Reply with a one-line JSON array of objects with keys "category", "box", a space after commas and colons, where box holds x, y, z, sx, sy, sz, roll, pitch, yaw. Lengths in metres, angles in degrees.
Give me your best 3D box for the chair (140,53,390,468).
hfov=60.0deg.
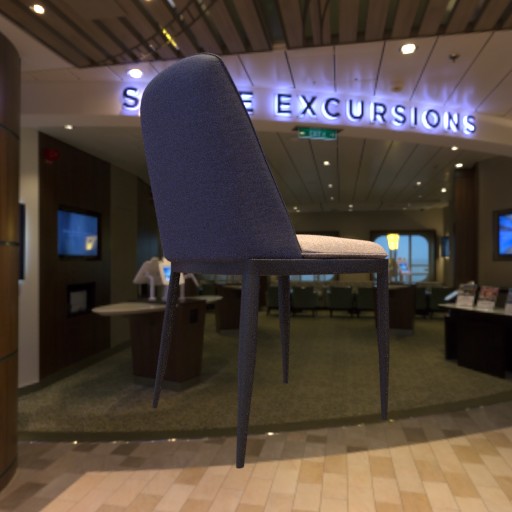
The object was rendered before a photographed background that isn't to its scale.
[{"category": "chair", "box": [0.000, 0.000, 1.155, 0.551, 0.839, 0.480, 0, 0, -35]}]
